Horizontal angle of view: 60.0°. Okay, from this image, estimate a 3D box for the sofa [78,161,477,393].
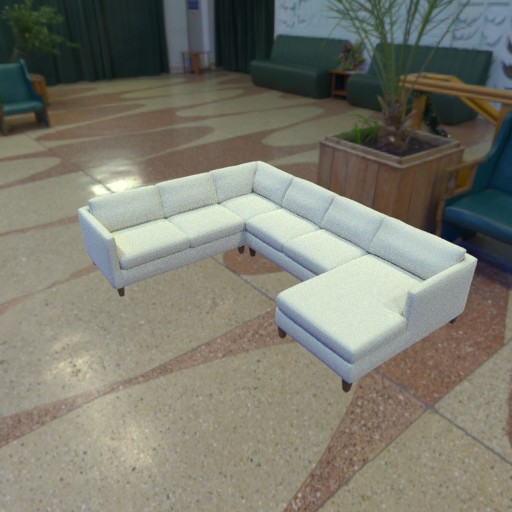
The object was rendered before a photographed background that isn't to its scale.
[{"bbox_3d":[0.000,0.000,4.497,2.551,0.853,3.238,-20,36,-31],"label":"sofa"}]
